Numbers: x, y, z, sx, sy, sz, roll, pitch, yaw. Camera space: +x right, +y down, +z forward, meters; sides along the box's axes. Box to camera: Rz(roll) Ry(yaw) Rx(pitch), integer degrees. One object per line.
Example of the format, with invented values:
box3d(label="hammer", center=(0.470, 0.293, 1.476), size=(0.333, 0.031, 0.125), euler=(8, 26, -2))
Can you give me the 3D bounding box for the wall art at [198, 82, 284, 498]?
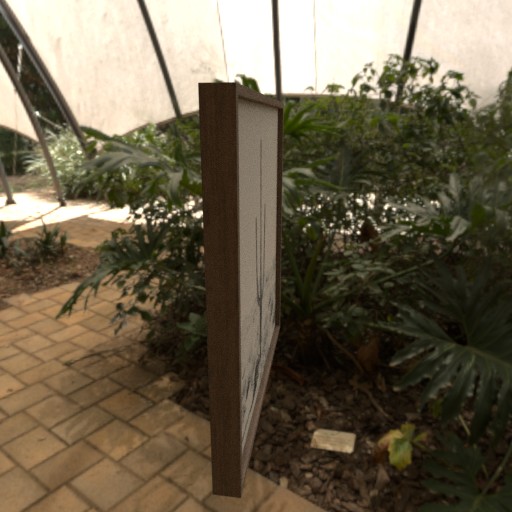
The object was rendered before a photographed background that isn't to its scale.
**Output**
box3d(label="wall art", center=(0.000, 0.000, 0.749), size=(0.038, 0.508, 0.508), euler=(3, 17, 8))
